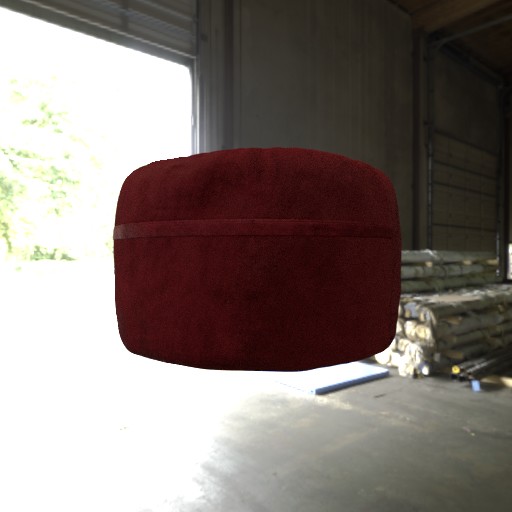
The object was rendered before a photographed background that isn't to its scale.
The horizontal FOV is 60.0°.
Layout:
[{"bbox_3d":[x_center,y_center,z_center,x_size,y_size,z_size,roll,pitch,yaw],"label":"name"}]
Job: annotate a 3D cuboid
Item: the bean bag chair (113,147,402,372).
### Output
[{"bbox_3d":[0.000,0.000,1.958,1.219,0.762,1.219,0,0,0],"label":"bean bag chair"}]
